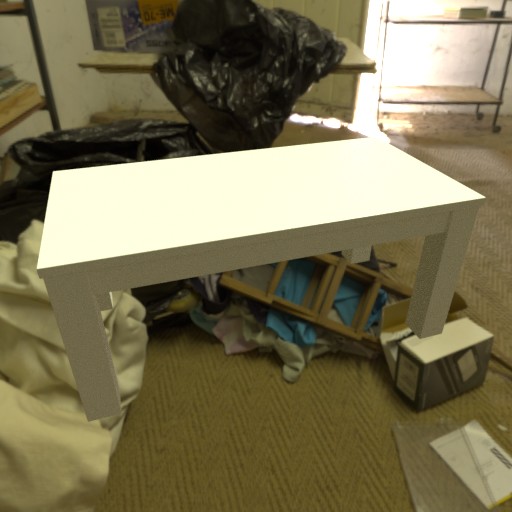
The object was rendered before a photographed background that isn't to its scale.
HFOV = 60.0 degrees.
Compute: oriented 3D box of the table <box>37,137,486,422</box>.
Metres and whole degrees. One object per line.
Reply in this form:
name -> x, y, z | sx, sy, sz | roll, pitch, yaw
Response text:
table -> 0.000, 0.000, 2.254 | 1.800, 0.790, 0.900 | -10, 34, -15
